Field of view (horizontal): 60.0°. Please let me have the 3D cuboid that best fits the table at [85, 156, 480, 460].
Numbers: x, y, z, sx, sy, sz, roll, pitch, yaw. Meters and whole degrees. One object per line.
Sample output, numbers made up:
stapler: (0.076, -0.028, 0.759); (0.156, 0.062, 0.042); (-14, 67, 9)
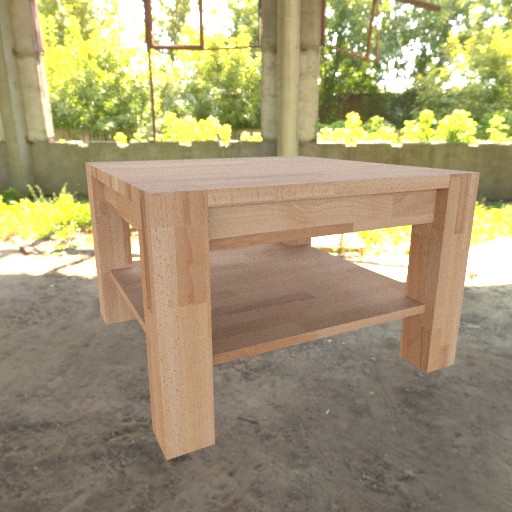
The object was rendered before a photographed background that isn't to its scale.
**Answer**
table: (0.000, 0.000, 1.138); (0.700, 0.451, 0.700); (-8, 18, -26)
